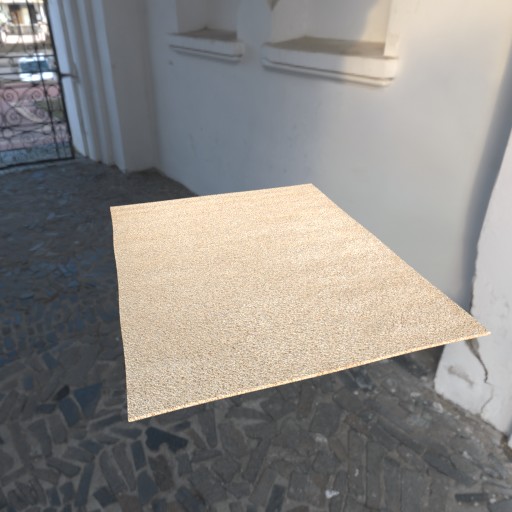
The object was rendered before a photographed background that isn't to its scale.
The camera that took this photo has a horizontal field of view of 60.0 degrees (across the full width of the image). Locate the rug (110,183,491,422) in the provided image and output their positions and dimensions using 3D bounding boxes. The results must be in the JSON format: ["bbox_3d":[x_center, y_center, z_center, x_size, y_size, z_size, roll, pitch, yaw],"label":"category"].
[{"bbox_3d":[0.000,0.000,3.944,2.400,0.026,3.000,-9,31,-15],"label":"rug"}]
